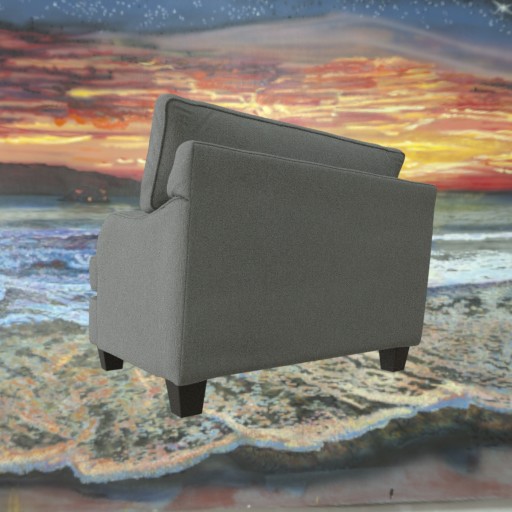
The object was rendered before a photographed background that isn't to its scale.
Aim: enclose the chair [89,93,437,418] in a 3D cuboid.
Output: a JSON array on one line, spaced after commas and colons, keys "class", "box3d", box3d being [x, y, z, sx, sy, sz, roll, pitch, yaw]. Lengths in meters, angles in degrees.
[{"class": "chair", "box3d": [0.000, 0.000, 1.974, 1.220, 1.016, 1.041, 1, -2, -35]}]
